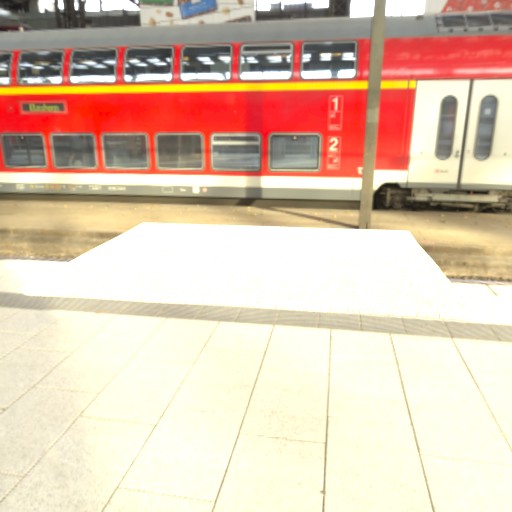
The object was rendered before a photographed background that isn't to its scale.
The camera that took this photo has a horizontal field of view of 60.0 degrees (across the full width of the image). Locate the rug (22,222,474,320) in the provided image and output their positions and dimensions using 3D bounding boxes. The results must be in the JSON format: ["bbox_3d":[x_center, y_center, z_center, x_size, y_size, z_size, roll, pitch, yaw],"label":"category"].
[{"bbox_3d":[0.000,0.000,2.090,1.600,0.027,1.200,2,16,8],"label":"rug"}]
